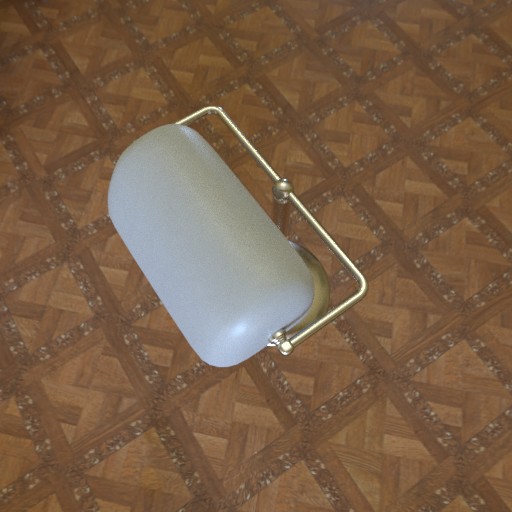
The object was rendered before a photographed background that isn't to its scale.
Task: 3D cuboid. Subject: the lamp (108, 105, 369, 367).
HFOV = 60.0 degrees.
[{"bbox_3d":[0.000,0.000,0.531,0.243,0.339,0.264,-33,70,-13],"label":"lamp"}]
